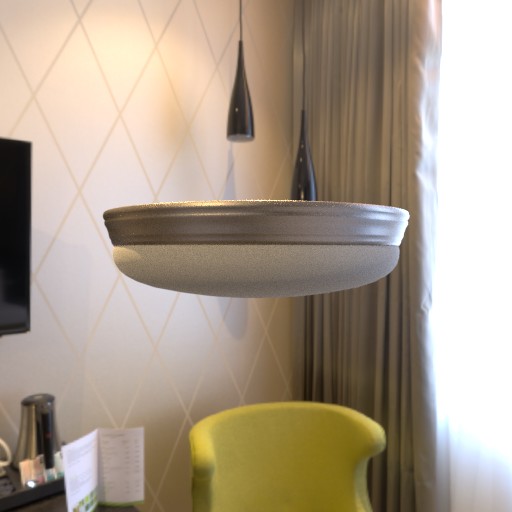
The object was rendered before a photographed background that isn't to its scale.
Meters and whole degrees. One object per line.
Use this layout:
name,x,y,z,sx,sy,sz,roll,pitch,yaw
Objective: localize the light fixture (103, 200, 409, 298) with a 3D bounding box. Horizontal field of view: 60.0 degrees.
light fixture,0.000,0.000,0.563,0.368,0.100,0.368,0,1,0
